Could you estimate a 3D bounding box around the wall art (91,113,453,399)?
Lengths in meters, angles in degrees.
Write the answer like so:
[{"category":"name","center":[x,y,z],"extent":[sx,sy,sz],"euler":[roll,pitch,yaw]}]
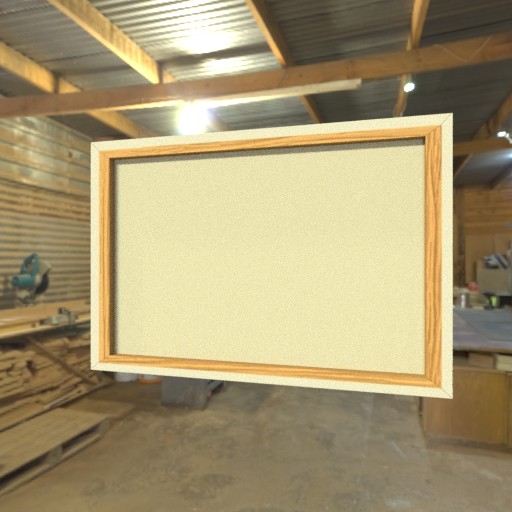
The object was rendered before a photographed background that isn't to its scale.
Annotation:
[{"category":"wall art","center":[0.000,0.000,0.471],"extent":[0.381,0.259,0.038],"euler":[0,0,16]}]
